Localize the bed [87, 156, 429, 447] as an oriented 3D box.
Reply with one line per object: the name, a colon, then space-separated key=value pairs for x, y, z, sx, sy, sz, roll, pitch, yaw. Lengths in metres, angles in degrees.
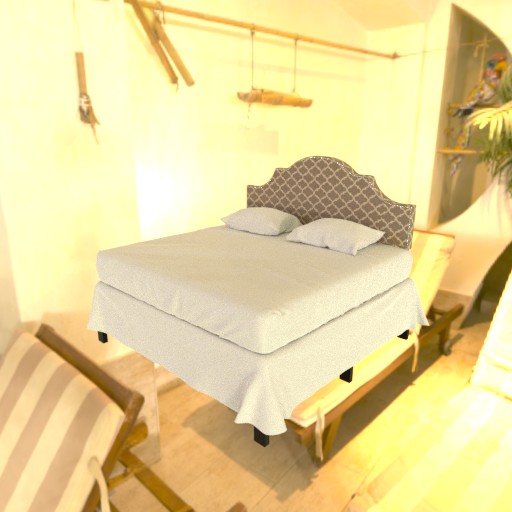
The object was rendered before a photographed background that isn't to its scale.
bed: x=0.000 y=0.000 z=3.833 sx=2.314 sy=1.601 sz=2.222 roll=15 pitch=22 yaw=41
